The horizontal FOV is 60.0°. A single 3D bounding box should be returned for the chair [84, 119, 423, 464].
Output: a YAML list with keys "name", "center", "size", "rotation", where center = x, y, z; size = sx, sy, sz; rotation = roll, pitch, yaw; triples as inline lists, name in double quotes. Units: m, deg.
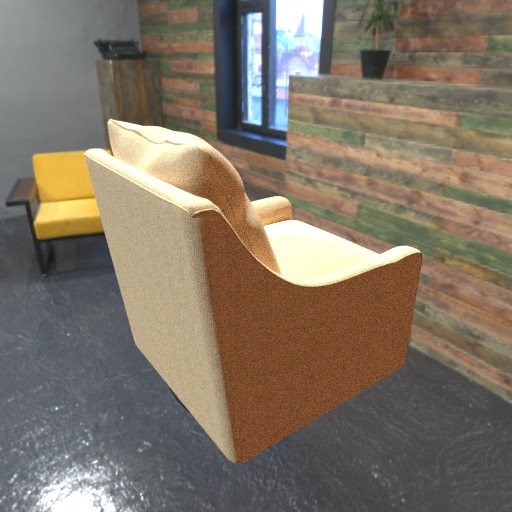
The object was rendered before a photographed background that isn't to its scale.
- name: "chair"
  center: [0.000, 0.000, 1.548]
  size: [0.876, 0.927, 0.760]
  rotation: [-17, 30, -32]
